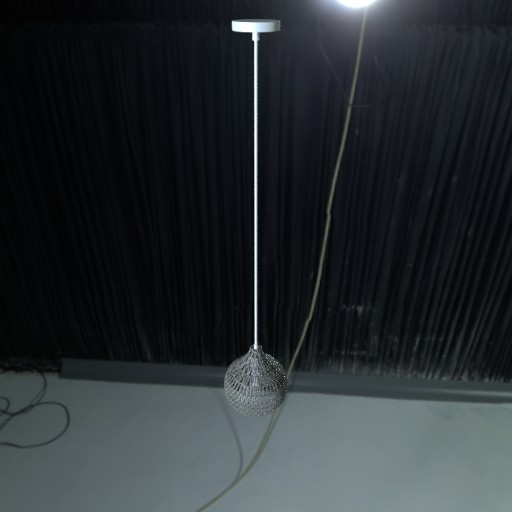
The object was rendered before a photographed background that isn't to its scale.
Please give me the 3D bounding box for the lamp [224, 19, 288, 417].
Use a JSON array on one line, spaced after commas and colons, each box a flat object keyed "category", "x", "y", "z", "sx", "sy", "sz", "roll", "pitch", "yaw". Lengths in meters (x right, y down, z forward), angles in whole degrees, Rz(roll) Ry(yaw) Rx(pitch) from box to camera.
[{"category": "lamp", "x": 0.000, "y": 0.000, "z": 2.043, "sx": 0.355, "sy": 1.919, "sz": 0.355, "roll": -1, "pitch": 31, "yaw": -1}]
